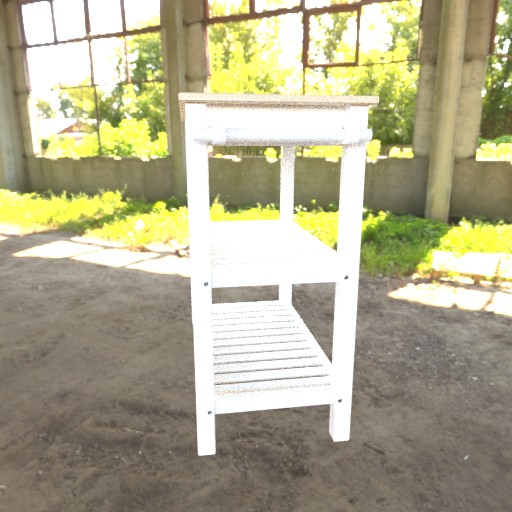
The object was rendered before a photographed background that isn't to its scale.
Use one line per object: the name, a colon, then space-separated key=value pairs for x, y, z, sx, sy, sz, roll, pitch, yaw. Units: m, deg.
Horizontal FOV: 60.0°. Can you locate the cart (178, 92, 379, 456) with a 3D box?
cart: x=0.000 y=0.000 z=1.463 sx=0.457 sy=0.927 sz=0.899 roll=-2 pitch=14 yaw=-9
